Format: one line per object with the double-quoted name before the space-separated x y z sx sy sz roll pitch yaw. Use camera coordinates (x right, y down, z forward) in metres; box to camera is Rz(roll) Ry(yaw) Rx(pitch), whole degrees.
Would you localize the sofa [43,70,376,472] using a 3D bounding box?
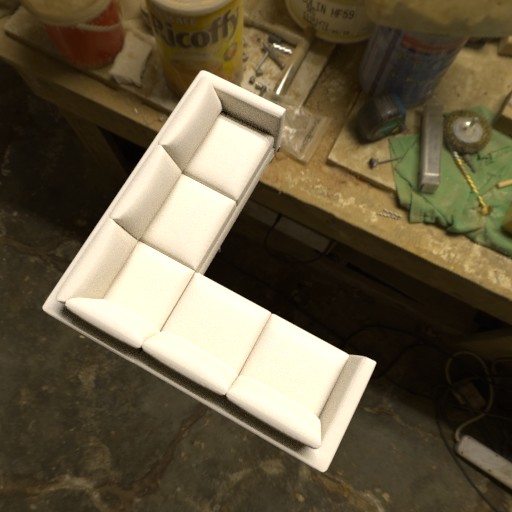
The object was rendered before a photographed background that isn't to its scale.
"sofa" 0.000 0.000 3.748 2.430 0.867 2.448 28 77 7
